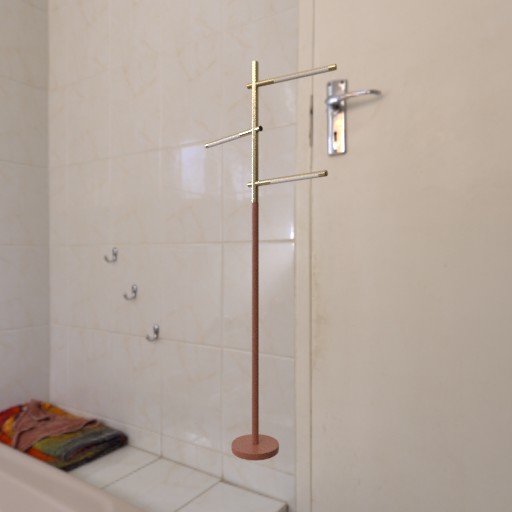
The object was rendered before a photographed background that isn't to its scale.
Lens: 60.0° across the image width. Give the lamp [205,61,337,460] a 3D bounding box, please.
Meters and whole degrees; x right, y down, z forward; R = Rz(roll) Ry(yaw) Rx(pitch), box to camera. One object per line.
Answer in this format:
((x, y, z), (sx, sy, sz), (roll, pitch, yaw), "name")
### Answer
((0.000, 0.000, 1.948), (0.737, 1.704, 0.209), (0, 0, 35), "lamp")
